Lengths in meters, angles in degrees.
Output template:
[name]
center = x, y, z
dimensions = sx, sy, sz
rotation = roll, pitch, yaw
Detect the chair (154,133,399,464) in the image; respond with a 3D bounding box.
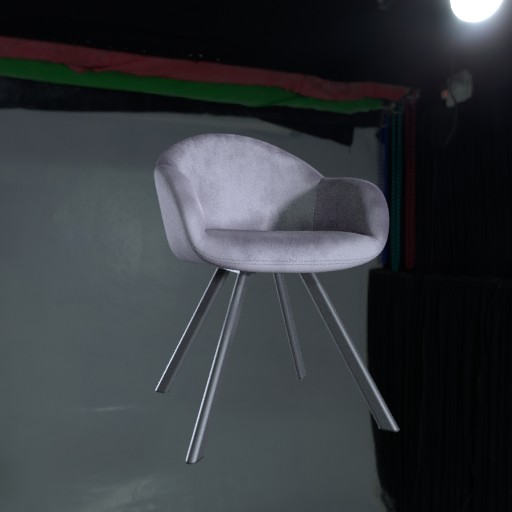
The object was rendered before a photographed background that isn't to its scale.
[chair]
center = 0.000, 0.000, 1.202
dimensions = 0.550, 0.795, 0.590
rotation = 0, 0, -20
